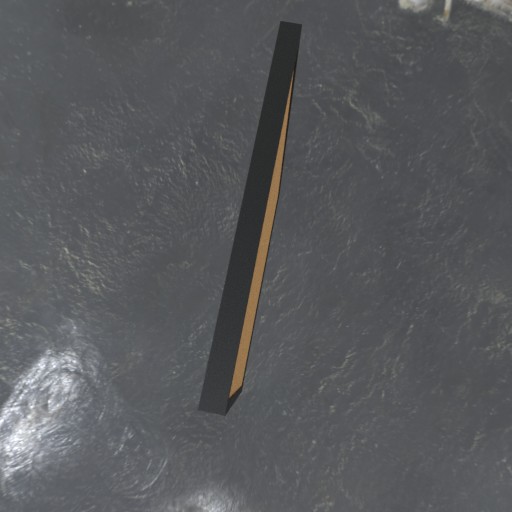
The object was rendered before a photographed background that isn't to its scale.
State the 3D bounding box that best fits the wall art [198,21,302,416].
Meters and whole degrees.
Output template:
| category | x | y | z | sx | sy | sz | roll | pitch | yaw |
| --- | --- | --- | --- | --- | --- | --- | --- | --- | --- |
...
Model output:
| category | x | y | z | sx | sy | sz | roll | pitch | yaw |
| --- | --- | --- | --- | --- | --- | --- | --- | --- | --- |
| wall art | 0.000 | 0.000 | 0.532 | 0.019 | 0.381 | 0.330 | 10 | 76 | 3 |
